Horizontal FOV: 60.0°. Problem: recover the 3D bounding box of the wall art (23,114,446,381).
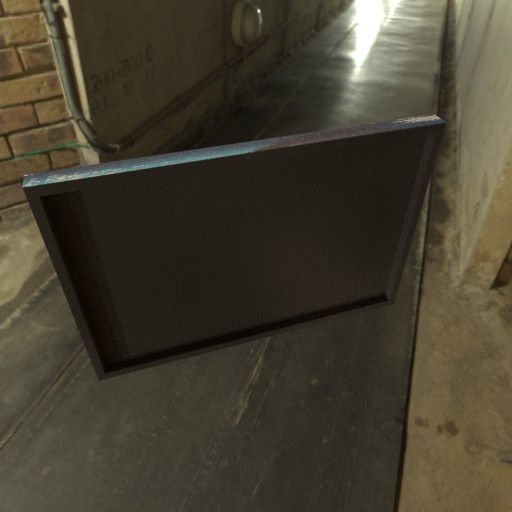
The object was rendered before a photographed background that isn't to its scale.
[{"bbox_3d":[0.000,0.000,0.754,0.609,0.406,0.033,-12,42,-14],"label":"wall art"}]
